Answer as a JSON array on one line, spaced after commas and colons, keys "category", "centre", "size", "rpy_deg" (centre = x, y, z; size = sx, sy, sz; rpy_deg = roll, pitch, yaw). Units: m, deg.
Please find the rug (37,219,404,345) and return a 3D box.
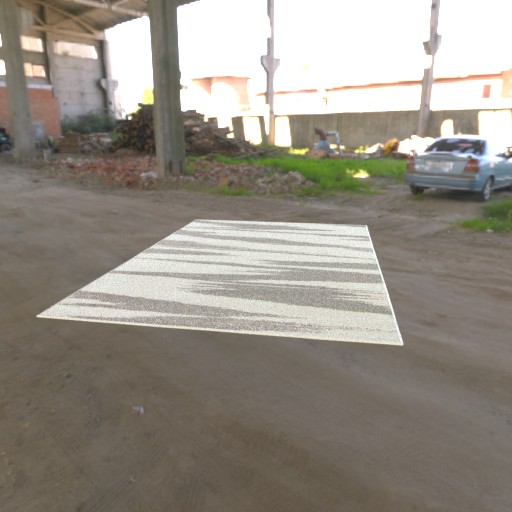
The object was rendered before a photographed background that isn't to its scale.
[{"category": "rug", "centre": [0.000, 0.000, 2.290], "size": [1.225, 0.008, 1.827], "rpy_deg": [3, 16, 10]}]
